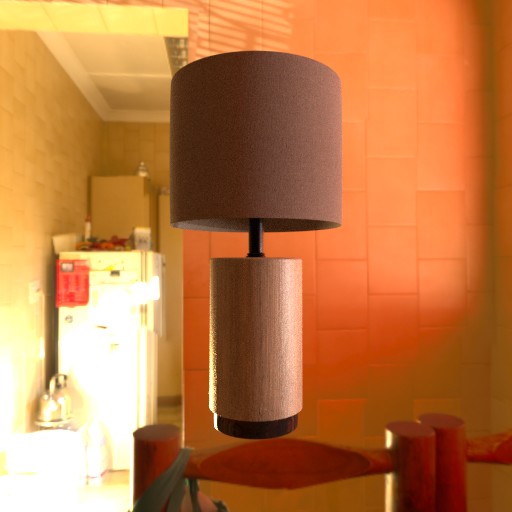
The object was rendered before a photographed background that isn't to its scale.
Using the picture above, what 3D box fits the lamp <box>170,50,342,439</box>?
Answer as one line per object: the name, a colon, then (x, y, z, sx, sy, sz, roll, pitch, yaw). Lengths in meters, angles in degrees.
lamp: (0.000, 0.000, 0.593, 0.228, 0.444, 0.228, 1, -1, -36)
